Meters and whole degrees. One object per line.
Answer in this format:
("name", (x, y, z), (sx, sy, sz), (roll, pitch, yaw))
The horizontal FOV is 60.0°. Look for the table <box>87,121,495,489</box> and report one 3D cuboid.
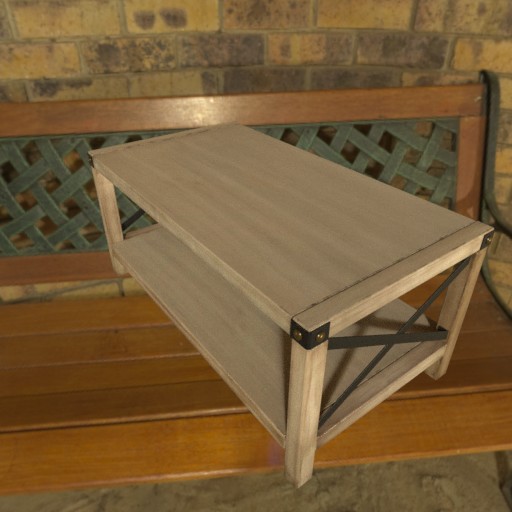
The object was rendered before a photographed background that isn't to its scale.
("table", (0.000, 0.000, 1.278), (0.559, 0.456, 1.016), (-22, 39, -30))
